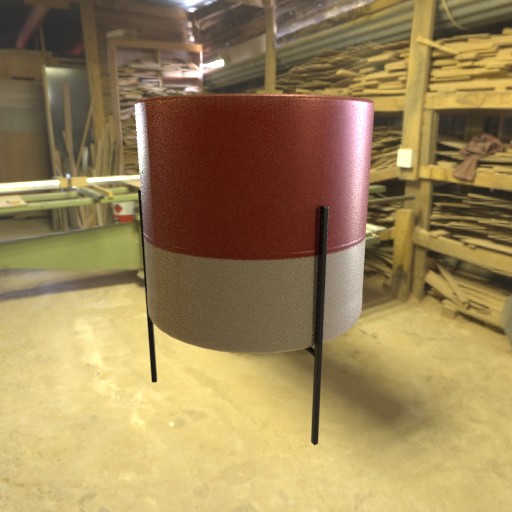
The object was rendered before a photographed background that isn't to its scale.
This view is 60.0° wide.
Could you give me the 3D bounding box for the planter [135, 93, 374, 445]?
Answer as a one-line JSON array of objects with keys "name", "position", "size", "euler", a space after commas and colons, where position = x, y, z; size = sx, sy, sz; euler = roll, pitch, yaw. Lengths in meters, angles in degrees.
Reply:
[{"name": "planter", "position": [0.000, 0.000, 0.710], "size": [0.345, 0.465, 0.354], "euler": [-8, 18, -27]}]
